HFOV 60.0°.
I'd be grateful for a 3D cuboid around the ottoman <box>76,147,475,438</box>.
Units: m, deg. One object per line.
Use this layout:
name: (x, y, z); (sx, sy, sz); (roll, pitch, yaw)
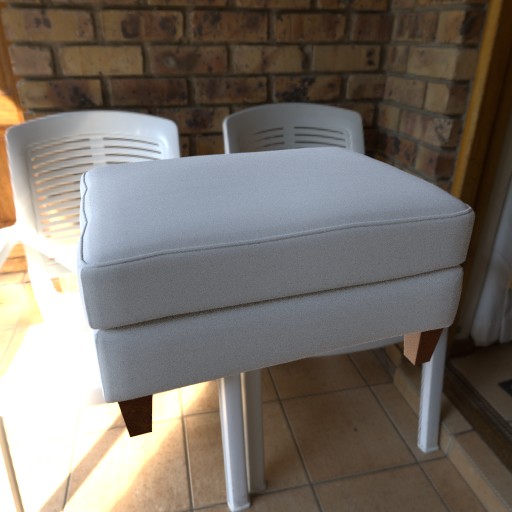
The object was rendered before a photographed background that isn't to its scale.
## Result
ottoman: (0.000, 0.000, 1.153); (0.818, 0.479, 0.634); (-9, 28, -17)
